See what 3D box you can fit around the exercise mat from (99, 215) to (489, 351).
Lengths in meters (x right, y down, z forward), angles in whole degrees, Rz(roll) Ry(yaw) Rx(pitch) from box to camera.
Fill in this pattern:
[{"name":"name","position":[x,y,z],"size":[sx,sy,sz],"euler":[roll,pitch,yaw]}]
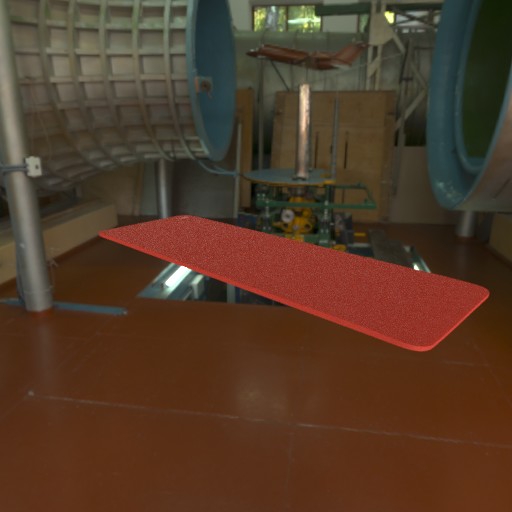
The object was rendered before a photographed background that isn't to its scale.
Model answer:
[{"name":"exercise mat","position":[0.000,0.000,2.047],"size":[1.869,0.021,0.616],"euler":[16,24,41]}]
